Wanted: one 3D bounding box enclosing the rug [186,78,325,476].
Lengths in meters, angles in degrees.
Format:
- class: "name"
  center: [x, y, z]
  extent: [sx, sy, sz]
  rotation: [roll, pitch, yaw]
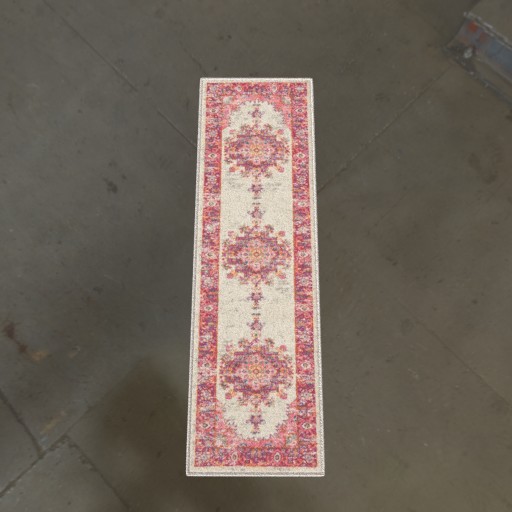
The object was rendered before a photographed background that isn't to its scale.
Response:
- class: "rug"
  center: [0.000, 0.000, 1.996]
  extent: [0.562, 0.009, 1.824]
  rotation: [0, 77, 0]
